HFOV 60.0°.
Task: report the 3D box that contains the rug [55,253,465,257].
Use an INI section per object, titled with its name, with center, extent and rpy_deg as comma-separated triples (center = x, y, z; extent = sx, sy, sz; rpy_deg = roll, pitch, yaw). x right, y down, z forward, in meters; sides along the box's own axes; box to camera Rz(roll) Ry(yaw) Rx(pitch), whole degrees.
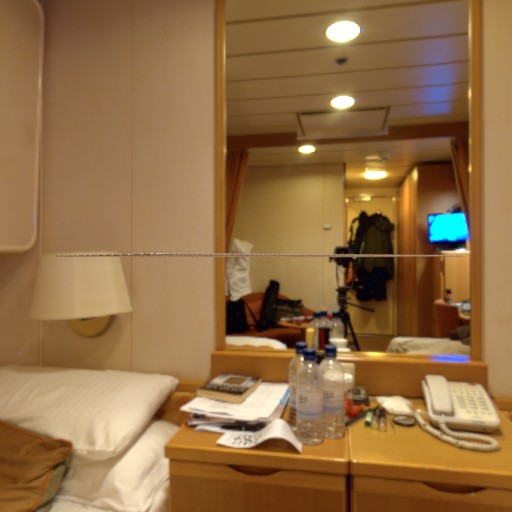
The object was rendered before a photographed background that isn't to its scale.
[rug]
center = 0.000, 0.000, 4.159
extent = 3.043, 0.013, 2.444
rpy_deg = 0, 0, -36
